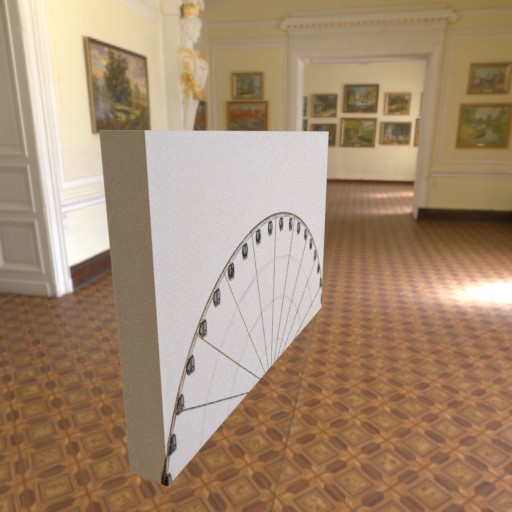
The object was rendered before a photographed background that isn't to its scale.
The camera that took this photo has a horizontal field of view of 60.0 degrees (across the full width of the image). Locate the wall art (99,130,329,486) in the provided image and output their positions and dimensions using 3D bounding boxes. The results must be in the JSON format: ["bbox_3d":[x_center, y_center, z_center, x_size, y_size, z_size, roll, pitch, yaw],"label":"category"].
[{"bbox_3d":[0.000,0.000,0.469,0.039,0.254,0.384,7,17,25],"label":"wall art"}]
